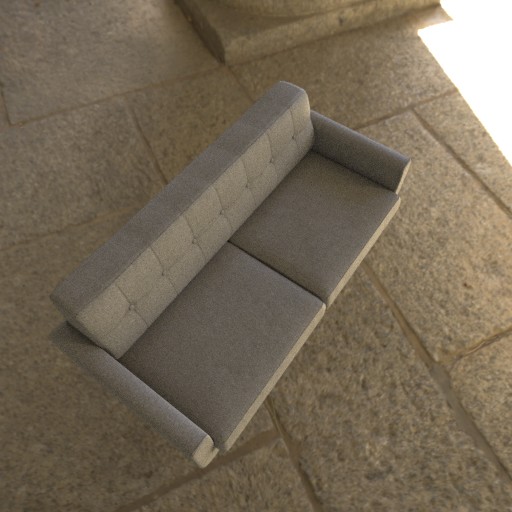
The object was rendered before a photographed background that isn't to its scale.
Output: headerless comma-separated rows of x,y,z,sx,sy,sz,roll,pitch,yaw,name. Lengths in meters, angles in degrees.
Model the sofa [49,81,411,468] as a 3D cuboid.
0.000,0.000,2.517,0.968,0.873,2.055,32,64,18,sofa
